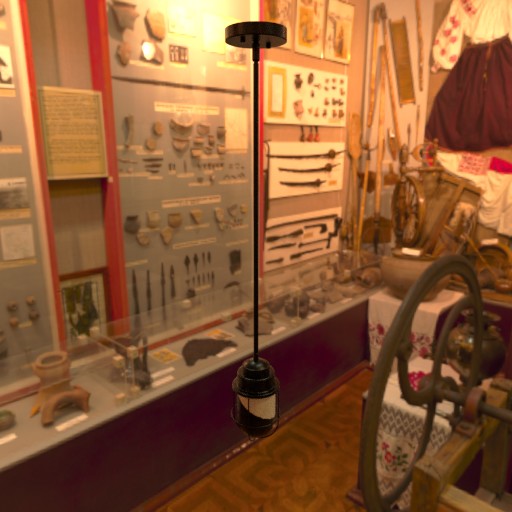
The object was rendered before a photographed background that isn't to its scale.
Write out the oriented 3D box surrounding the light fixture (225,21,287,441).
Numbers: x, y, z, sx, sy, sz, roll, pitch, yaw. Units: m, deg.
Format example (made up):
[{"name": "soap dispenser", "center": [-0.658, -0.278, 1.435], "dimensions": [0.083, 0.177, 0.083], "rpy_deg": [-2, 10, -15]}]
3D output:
[{"name": "light fixture", "center": [0.000, 0.000, 0.984], "dimensions": [0.123, 0.920, 0.123], "rpy_deg": [-13, 19, -43]}]
